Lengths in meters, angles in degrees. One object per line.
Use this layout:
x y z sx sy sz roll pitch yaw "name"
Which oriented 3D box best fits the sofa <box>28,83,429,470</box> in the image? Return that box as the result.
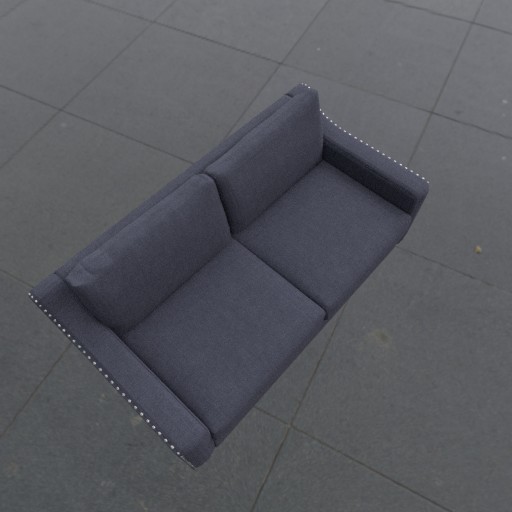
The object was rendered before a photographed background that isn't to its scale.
0.000 0.000 3.191 1.336 1.196 2.550 38 66 20 "sofa"
